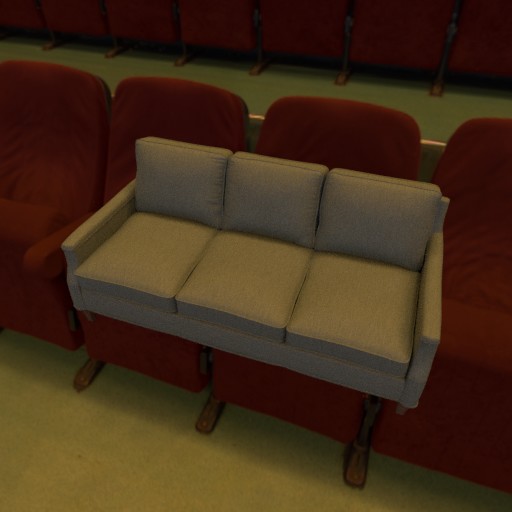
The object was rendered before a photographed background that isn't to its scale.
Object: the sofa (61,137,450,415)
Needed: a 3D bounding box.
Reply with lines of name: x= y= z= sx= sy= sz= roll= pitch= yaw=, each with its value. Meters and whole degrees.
sofa: x=0.000 y=0.000 z=2.853 sx=2.246 sy=1.003 sz=1.084 roll=13 pitch=42 yaw=15
